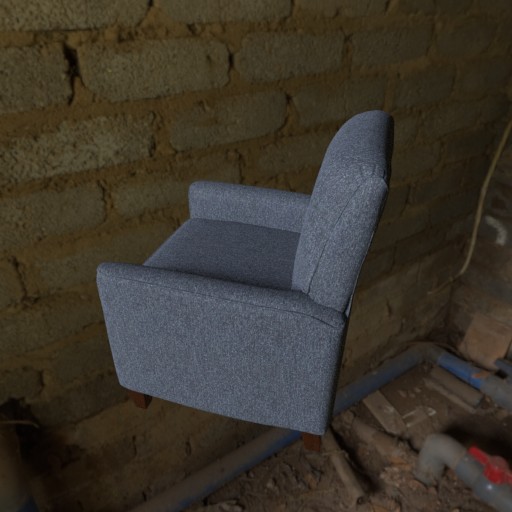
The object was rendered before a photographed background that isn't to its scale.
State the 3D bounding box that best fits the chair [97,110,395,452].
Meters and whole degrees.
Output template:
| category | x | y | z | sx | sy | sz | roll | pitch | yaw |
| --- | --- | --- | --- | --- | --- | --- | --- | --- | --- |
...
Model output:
| category | x | y | z | sx | sy | sz | roll | pitch | yaw |
| --- | --- | --- | --- | --- | --- | --- | --- | --- | --- |
| chair | 0.000 | 0.000 | 1.628 | 0.850 | 1.016 | 0.839 | 8 | 32 | 14 |
